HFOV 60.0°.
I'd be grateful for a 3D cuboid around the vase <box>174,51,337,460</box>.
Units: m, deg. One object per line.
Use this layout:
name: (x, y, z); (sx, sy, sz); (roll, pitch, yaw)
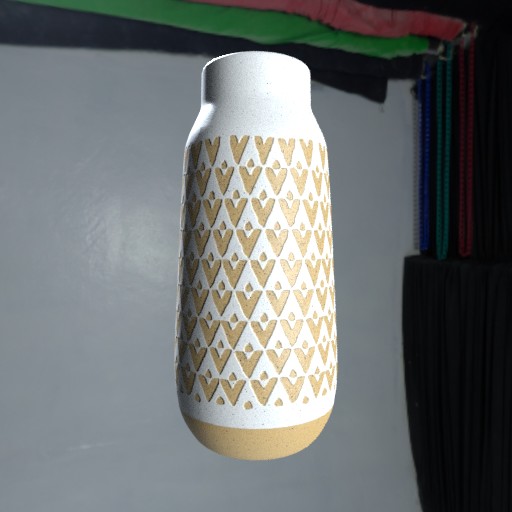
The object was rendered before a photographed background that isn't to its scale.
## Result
vase: (0.000, 0.000, 0.377); (0.137, 0.307, 0.137); (0, 2, 0)
